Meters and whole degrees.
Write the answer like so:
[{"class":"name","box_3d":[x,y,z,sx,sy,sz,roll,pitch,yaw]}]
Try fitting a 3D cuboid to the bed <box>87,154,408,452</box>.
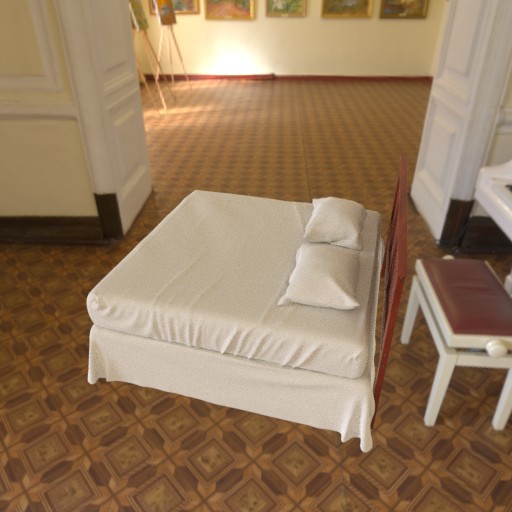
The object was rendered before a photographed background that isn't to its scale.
[{"class":"bed","box_3d":[0.000,0.000,3.687,2.219,1.271,2.314,9,32,14]}]
